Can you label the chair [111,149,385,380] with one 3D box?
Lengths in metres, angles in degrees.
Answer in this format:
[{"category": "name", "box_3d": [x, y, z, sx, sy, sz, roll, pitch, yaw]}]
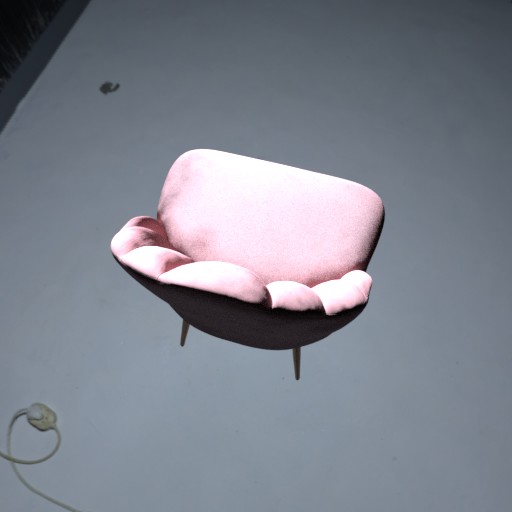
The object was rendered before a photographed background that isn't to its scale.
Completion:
[{"category": "chair", "box_3d": [0.000, 0.000, 1.271, 0.657, 0.819, 0.599, 15, 64, 7]}]
